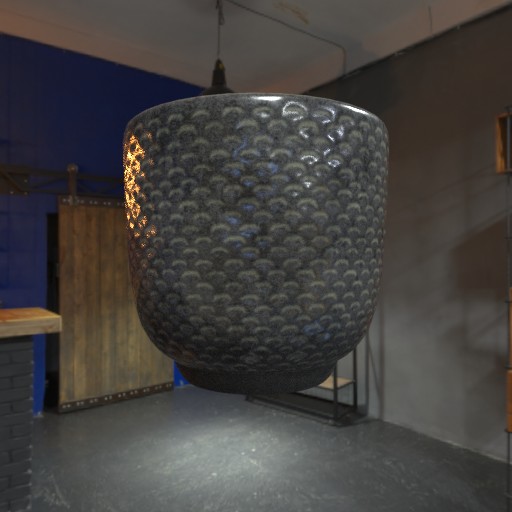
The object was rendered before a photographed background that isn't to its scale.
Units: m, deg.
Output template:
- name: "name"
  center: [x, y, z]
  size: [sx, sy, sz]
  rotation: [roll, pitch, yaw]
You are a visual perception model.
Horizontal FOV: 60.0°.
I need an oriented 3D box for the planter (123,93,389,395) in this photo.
- name: "planter"
  center: [0.000, 0.000, 0.243]
  size: [0.140, 0.129, 0.140]
  rotation: [0, 0, 0]
